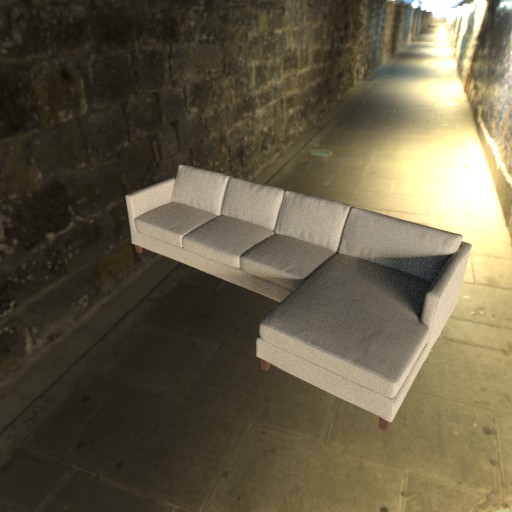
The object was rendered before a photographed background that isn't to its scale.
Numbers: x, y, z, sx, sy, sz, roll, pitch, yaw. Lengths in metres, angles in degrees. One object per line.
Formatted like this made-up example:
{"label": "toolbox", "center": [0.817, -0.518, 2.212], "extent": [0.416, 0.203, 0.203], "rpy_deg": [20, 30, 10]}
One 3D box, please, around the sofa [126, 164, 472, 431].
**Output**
{"label": "sofa", "center": [0.000, 0.000, 3.949], "extent": [3.186, 0.846, 1.625], "rpy_deg": [19, 34, 31]}
